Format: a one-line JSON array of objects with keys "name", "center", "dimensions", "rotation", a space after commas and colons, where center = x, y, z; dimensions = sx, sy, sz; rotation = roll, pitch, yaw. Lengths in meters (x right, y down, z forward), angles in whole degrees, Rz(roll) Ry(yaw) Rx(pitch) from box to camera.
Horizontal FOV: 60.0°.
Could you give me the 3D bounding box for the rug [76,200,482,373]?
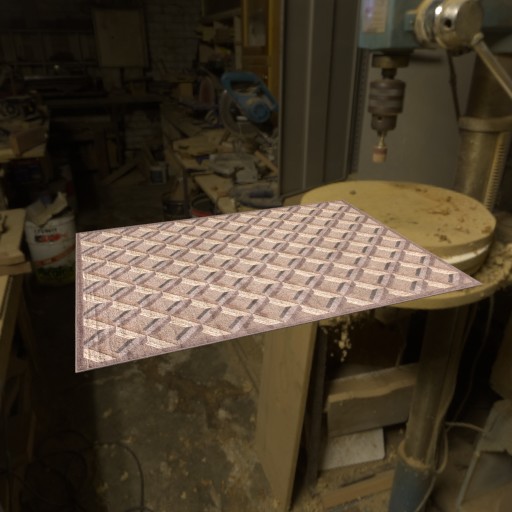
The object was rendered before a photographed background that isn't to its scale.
[{"name": "rug", "center": [0.000, 0.000, 4.311], "dimensions": [3.294, 0.018, 2.382], "rotation": [-9, 28, -18]}]
